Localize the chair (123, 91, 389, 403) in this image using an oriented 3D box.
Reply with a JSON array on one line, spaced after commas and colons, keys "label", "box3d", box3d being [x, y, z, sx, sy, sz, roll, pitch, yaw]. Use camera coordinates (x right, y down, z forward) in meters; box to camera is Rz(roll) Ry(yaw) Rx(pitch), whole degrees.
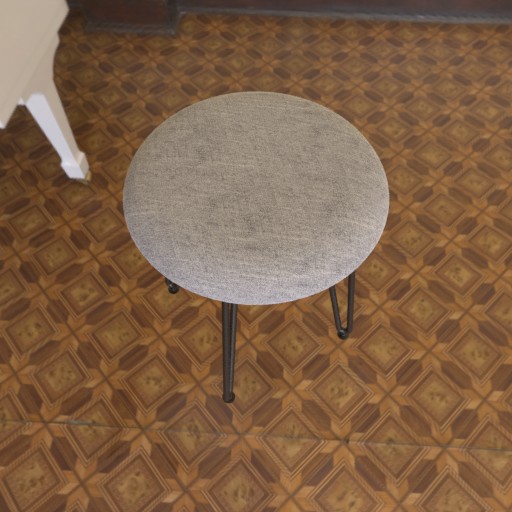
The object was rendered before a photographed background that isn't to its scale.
[{"label": "chair", "box3d": [0.000, 0.000, 0.656, 0.350, 0.386, 0.350, 14, 59, 8]}]
